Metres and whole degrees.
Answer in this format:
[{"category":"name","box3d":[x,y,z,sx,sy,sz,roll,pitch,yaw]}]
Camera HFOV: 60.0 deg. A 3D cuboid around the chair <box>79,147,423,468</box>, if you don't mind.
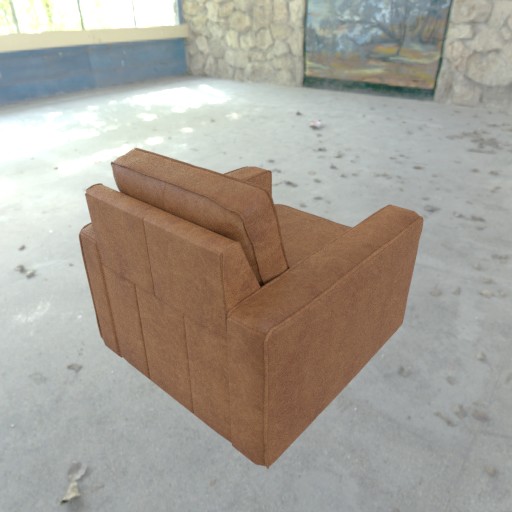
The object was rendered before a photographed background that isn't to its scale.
[{"category":"chair","box3d":[0.000,0.000,1.772,0.987,0.901,1.027,21,36,32]}]
